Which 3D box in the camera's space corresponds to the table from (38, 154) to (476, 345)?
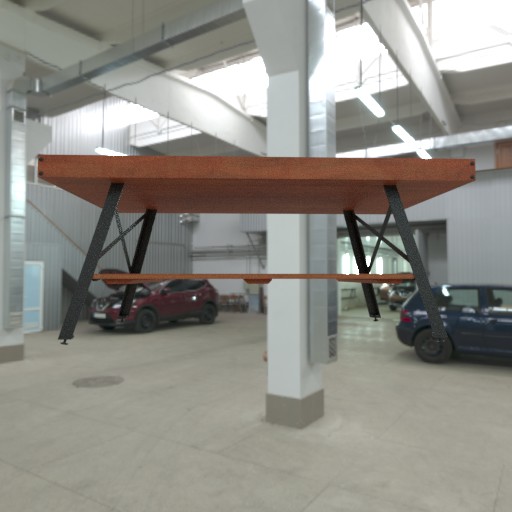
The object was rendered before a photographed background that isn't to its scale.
[{"bbox_3d":[0.000,0.000,1.373,1.067,0.457,0.610,0,-3,-2],"label":"table"}]
